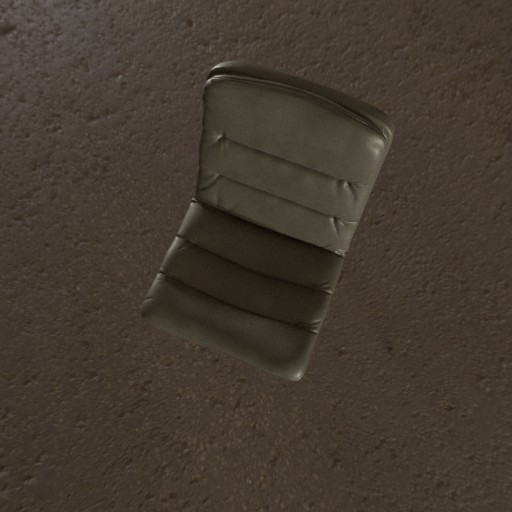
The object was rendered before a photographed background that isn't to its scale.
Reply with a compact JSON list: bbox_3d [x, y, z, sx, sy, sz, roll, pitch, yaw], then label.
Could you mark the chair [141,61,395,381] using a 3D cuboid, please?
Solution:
[{"bbox_3d":[0.000,0.000,1.056,0.422,0.738,0.485,21,77,5],"label":"chair"}]
